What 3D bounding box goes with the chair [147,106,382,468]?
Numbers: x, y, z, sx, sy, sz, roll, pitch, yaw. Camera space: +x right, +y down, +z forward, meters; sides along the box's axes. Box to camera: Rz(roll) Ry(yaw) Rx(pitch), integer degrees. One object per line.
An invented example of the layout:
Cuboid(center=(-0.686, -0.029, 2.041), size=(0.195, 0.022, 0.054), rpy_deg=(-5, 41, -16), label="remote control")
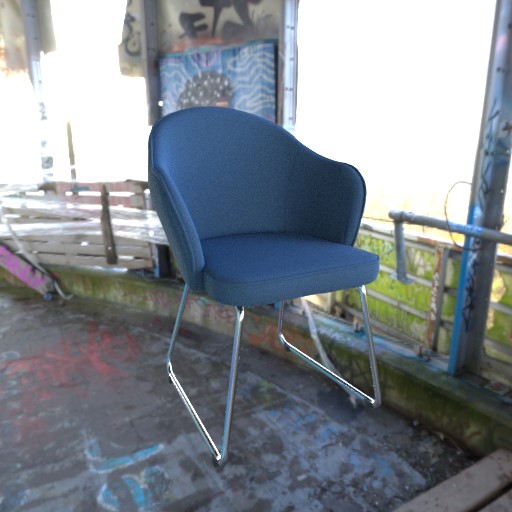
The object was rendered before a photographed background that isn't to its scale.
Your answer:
Cuboid(center=(0.000, 0.000, 1.227), size=(0.570, 0.815, 0.585), rpy_deg=(-8, 17, -27), label="chair")
